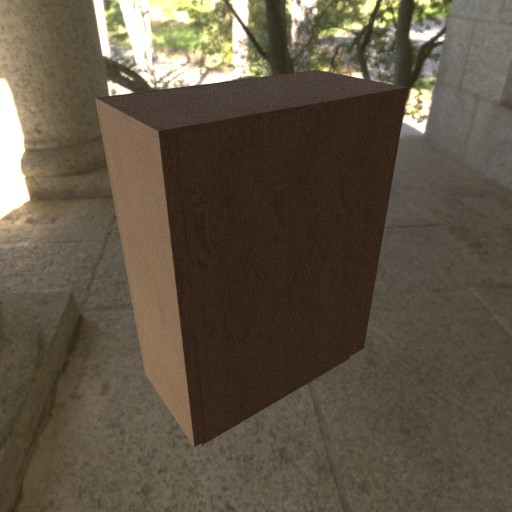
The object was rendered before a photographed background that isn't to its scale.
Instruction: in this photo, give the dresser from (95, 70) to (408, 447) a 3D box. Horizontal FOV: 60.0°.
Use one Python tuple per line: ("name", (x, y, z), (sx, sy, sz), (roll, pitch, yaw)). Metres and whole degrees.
("dresser", (0.000, 0.000, 1.861), (0.964, 1.320, 0.516), (-20, 37, -30))
